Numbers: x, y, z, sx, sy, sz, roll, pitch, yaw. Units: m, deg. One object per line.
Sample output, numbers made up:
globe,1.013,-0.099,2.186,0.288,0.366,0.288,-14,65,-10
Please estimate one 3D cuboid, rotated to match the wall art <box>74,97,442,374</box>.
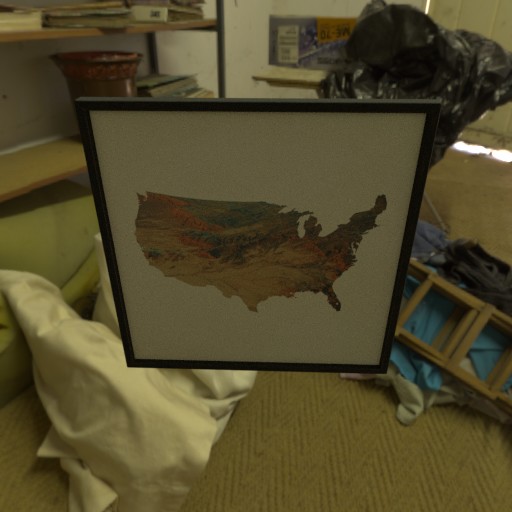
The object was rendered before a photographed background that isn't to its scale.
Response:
wall art,0.000,0.000,0.448,0.304,0.303,0.015,1,30,2
